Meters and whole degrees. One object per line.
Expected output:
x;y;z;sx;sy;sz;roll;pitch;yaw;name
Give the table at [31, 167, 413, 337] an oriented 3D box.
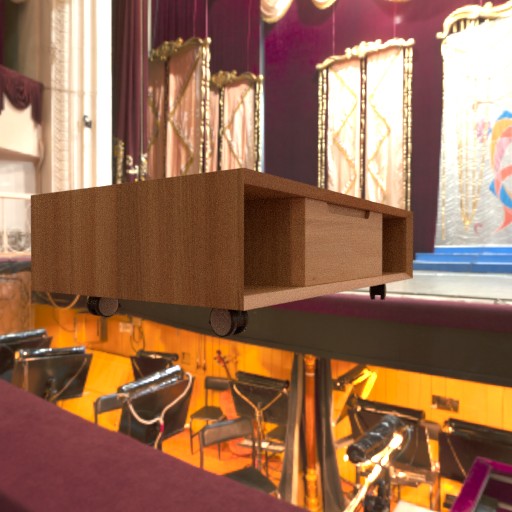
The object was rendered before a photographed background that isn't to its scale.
0.000;0.000;1.437;0.700;0.330;1.100;1;1;34;table
